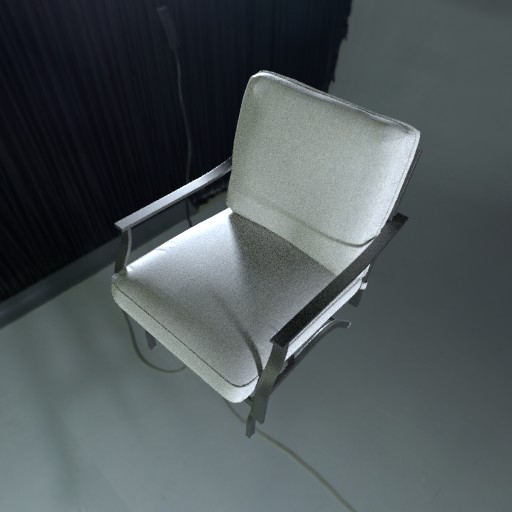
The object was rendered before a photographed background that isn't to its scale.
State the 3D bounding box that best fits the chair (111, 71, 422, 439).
[{"bbox_3d":[0.000,0.000,1.421,0.650,0.860,0.787,33,54,27],"label":"chair"}]
